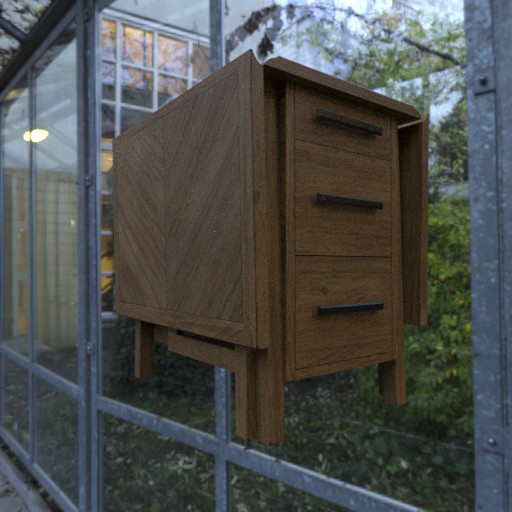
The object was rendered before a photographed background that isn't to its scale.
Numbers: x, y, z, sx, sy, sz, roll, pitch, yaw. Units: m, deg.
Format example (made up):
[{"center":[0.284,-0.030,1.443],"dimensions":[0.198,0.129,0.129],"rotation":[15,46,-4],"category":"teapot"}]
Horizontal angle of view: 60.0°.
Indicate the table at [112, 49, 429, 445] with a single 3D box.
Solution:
[{"center":[0.000,0.000,1.289],"dimensions":[0.591,0.763,0.746],"rotation":[1,-2,-37],"category":"table"}]
